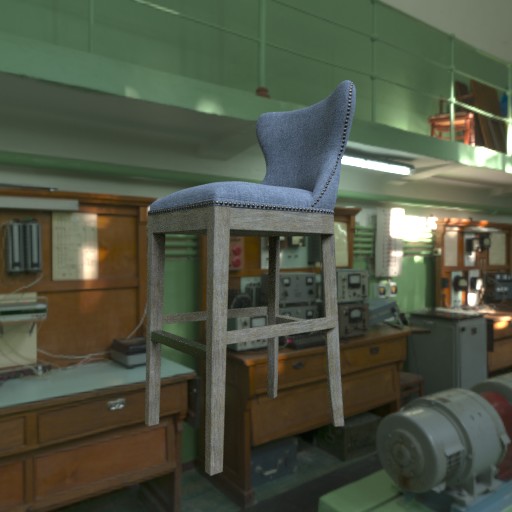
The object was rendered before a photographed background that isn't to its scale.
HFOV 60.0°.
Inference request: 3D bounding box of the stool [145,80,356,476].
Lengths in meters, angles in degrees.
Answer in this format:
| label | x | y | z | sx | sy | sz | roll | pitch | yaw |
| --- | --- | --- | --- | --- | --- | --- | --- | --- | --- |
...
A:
| label | x | y | z | sx | sy | sz | roll | pitch | yaw |
| --- | --- | --- | --- | --- | --- | --- | --- | --- | --- |
| stool | 0.000 | 0.000 | 1.477 | 0.606 | 1.123 | 0.494 | -1 | 1 | -37 |
